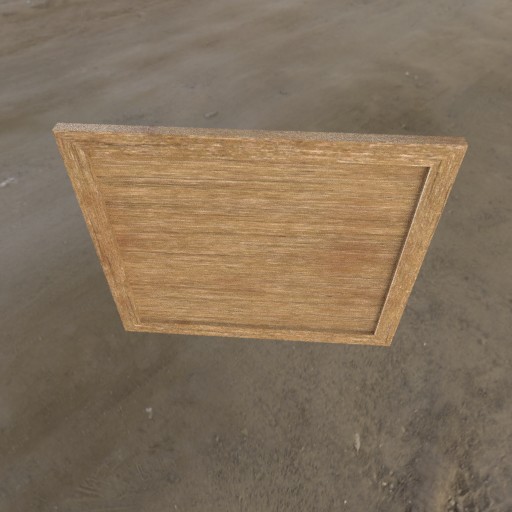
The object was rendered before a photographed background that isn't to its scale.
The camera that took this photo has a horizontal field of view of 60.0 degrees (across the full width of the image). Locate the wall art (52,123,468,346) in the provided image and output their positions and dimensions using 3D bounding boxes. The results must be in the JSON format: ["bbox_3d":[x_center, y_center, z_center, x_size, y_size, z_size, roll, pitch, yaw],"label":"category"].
[{"bbox_3d":[0.000,0.000,0.953,0.690,0.588,0.026,3,46,3],"label":"wall art"}]
